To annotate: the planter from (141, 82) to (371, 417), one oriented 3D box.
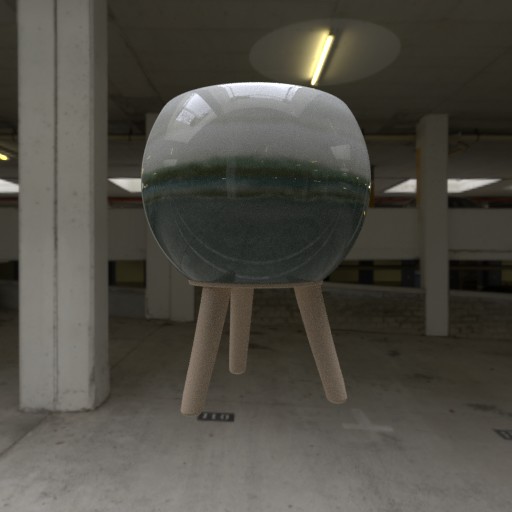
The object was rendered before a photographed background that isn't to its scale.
[{"bbox_3d":[0.000,0.000,0.442,0.222,0.278,0.222,0,0,0],"label":"planter"}]
